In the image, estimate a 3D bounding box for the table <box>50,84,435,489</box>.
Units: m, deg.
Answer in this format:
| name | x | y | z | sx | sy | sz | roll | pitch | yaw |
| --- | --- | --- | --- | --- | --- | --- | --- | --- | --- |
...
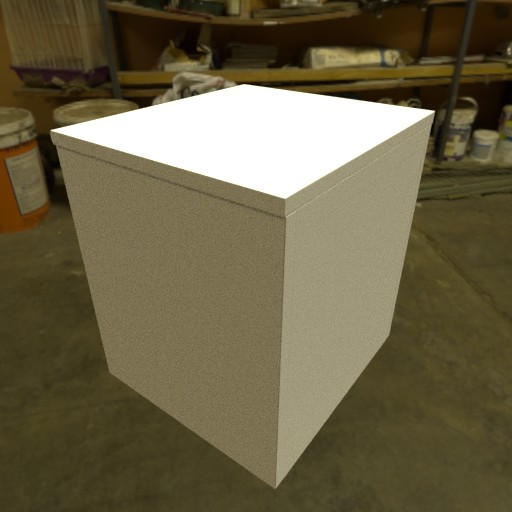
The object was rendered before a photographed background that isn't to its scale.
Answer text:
| name | x | y | z | sx | sy | sz | roll | pitch | yaw |
| --- | --- | --- | --- | --- | --- | --- | --- | --- | --- |
| table | 0.000 | 0.000 | 0.760 | 0.380 | 0.460 | 0.420 | 21 | 37 | 31 |
